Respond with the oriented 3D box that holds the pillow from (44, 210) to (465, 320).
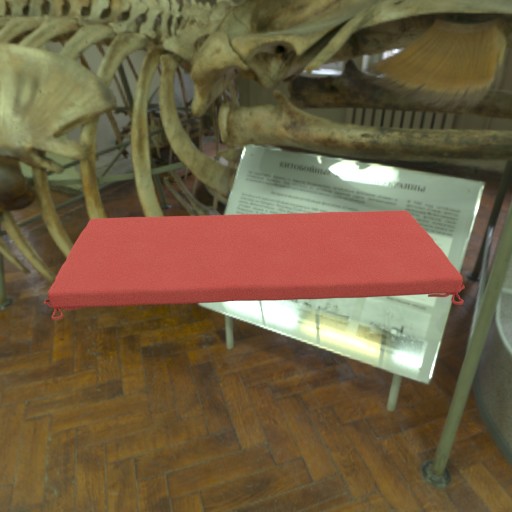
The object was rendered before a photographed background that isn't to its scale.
[{"bbox_3d":[0.000,0.000,1.394,1.187,0.081,0.492,-2,31,-3],"label":"pillow"}]
